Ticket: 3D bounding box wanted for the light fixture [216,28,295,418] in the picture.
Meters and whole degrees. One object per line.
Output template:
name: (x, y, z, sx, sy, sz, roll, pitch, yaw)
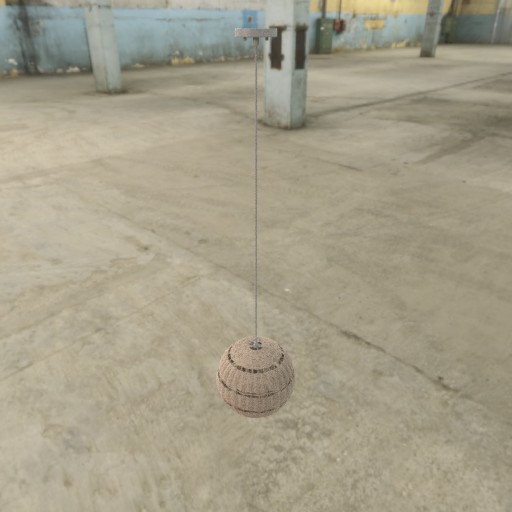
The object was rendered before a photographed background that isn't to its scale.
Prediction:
light fixture: (0.000, 0.000, 2.213, 0.457, 2.019, 0.457, -8, 28, -15)
